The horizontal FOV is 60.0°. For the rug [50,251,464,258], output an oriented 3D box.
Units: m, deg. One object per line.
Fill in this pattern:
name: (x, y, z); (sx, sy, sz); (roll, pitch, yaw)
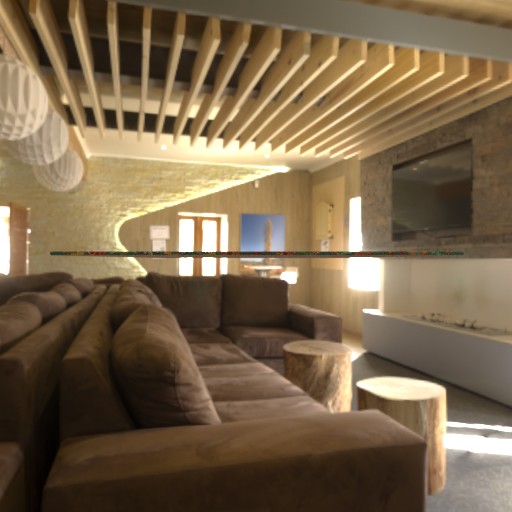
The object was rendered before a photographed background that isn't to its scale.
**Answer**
rug: (0.000, 0.000, 4.192); (2.434, 0.025, 3.204); (0, -1, 0)
